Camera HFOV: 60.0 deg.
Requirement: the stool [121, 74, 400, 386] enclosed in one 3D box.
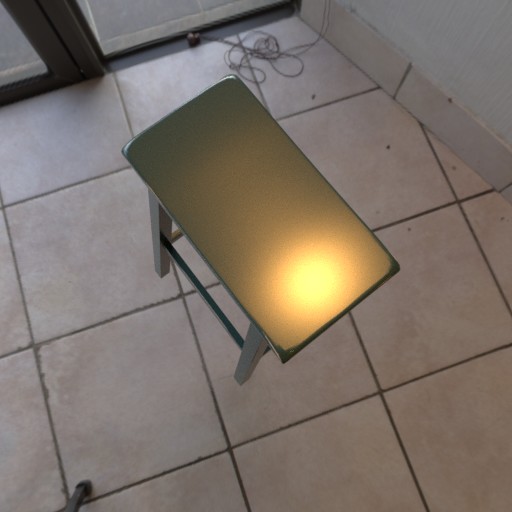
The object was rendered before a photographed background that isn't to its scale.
[{"bbox_3d":[0.000,0.000,1.074,0.476,0.737,0.457,-37,80,-8],"label":"stool"}]
